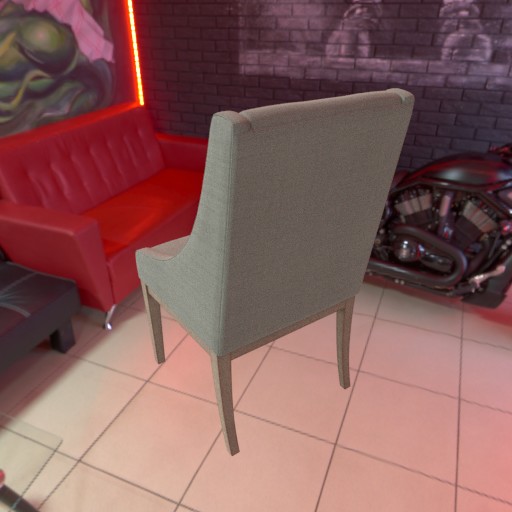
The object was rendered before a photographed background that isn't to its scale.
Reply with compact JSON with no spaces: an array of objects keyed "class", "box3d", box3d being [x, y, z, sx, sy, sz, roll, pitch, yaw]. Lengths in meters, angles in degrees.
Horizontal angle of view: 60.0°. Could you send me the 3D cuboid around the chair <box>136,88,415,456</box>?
[{"class":"chair","box3d":[0.000,0.000,1.395,0.575,1.021,0.611,-19,34,-30]}]
